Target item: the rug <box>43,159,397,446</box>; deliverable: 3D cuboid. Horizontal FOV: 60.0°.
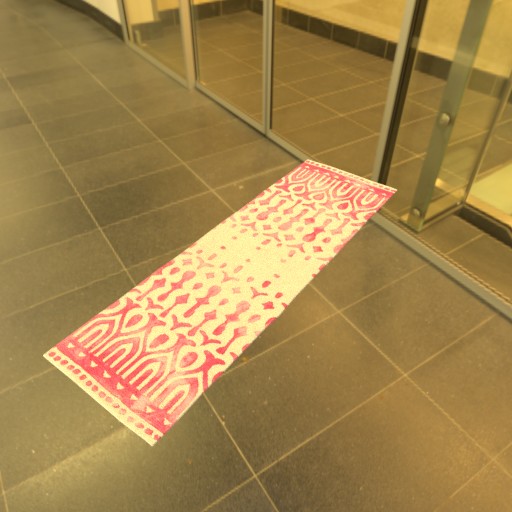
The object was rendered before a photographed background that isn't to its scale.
[{"bbox_3d":[0.000,0.000,2.745,0.787,0.011,2.458,27,48,27],"label":"rug"}]
